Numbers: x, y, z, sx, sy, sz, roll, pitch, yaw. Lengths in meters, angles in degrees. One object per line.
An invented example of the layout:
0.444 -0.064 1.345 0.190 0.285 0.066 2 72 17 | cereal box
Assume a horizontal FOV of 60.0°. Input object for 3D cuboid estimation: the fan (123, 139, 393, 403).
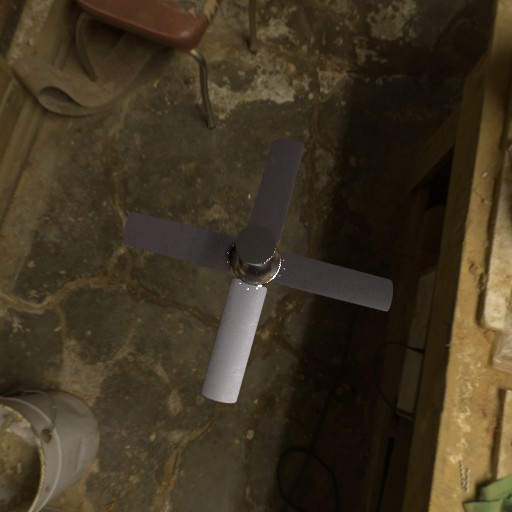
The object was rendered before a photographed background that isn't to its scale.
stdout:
0.000 0.000 2.040 1.332 0.403 1.332 14 77 4 | fan
